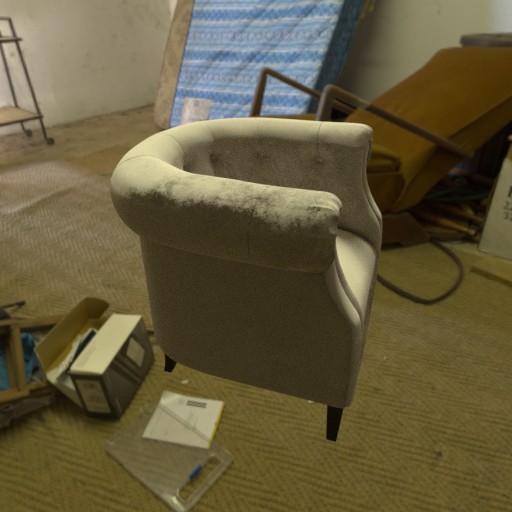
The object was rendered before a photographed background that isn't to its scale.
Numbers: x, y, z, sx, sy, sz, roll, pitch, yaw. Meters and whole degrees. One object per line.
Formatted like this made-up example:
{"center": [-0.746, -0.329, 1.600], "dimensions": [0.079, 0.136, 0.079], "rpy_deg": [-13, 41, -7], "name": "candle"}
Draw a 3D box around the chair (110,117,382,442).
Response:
{"center": [0.000, 0.000, 1.601], "dimensions": [0.851, 0.826, 0.904], "rpy_deg": [10, 32, 16], "name": "chair"}
